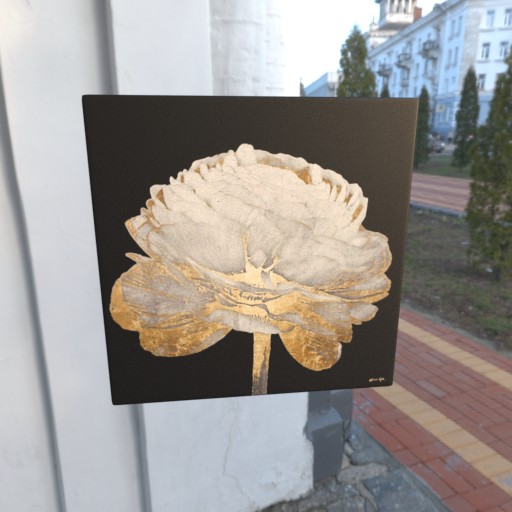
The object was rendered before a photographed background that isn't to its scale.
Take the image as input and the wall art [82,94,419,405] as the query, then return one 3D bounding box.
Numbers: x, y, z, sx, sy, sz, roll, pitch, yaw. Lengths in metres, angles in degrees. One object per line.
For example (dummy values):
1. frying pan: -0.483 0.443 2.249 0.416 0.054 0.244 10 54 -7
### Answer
1. wall art: 0.000 0.000 0.602 0.406 0.407 0.041 -2 16 -7
